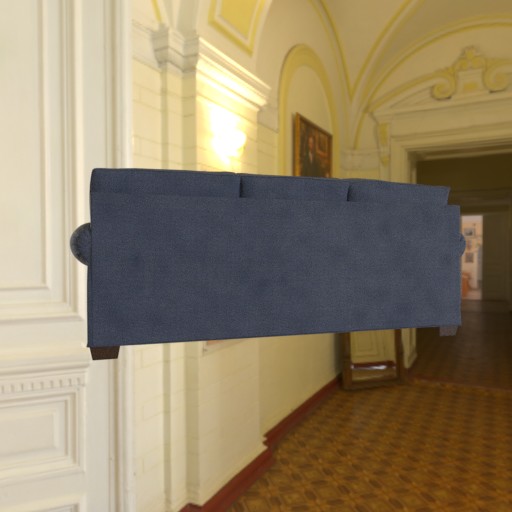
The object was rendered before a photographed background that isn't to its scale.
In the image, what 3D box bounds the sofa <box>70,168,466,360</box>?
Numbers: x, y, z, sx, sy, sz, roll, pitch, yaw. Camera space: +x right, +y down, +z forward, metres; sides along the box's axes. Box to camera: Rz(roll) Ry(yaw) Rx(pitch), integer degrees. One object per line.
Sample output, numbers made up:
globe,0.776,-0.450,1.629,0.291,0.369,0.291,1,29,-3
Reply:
sofa,0.000,0.000,3.480,2.567,1.063,1.780,0,1,-17
